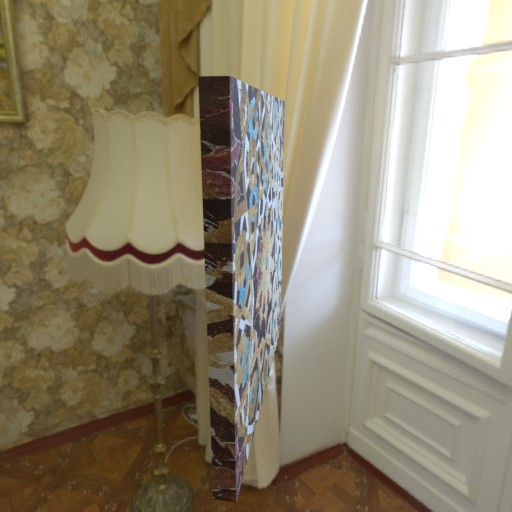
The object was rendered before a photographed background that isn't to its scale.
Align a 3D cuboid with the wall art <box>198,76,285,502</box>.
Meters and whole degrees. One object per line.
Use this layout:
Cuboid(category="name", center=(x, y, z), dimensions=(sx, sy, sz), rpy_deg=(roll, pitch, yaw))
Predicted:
Cuboid(category="wall art", center=(0.000, 0.000, 0.887), dimensions=(0.041, 0.613, 0.609), rpy_deg=(3, 17, 9))
